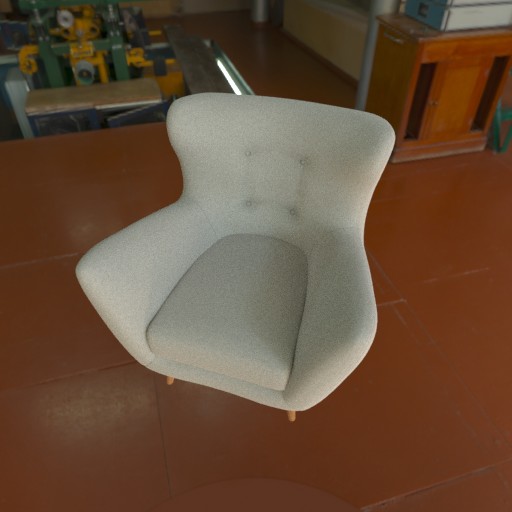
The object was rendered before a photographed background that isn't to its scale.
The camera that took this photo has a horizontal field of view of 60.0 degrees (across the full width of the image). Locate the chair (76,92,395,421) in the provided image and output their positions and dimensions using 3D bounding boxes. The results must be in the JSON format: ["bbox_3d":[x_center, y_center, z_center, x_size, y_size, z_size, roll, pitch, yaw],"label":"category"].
[{"bbox_3d":[0.000,0.000,1.615,0.890,0.889,0.889,12,43,13],"label":"chair"}]
